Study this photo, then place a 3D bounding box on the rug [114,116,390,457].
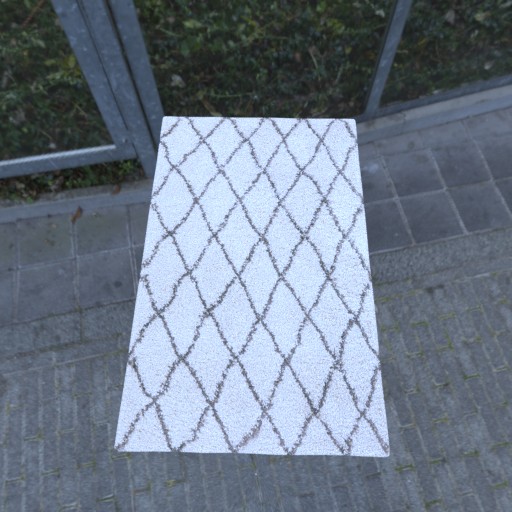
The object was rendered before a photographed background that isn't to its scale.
[{"bbox_3d":[0.000,0.000,2.983,1.524,0.030,2.438,1,64,0],"label":"rug"}]
